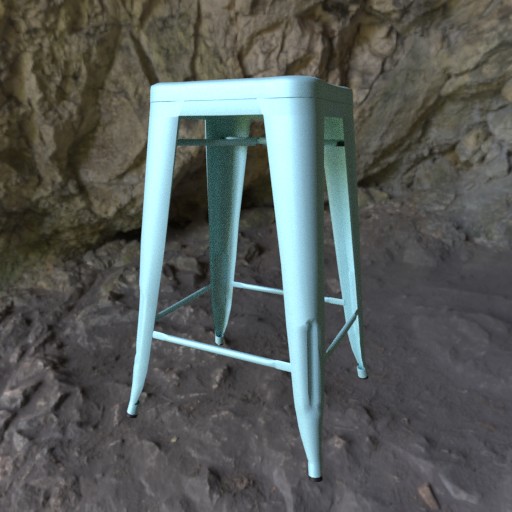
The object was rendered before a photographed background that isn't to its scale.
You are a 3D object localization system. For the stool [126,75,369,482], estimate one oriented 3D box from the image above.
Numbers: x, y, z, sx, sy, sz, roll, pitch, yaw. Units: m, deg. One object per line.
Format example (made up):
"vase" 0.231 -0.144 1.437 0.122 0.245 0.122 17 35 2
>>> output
"stool" 0.000 0.000 0.848 0.399 0.609 0.359 7 18 25
